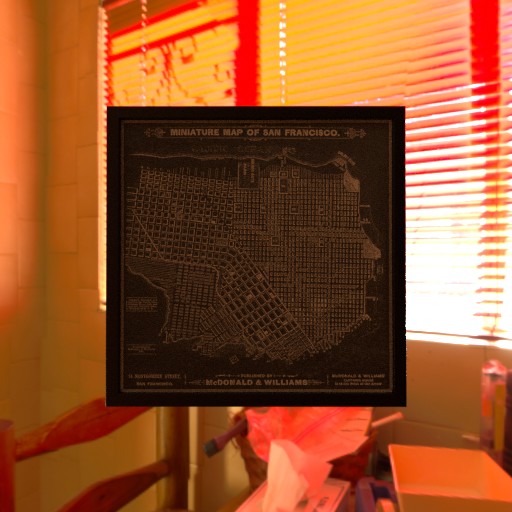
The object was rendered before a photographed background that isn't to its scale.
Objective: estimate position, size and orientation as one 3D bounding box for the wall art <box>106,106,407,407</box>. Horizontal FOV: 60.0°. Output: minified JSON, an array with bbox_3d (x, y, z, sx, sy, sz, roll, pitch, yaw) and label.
[{"bbox_3d":[0.000,0.000,0.680,0.457,0.458,0.012,0,0,0],"label":"wall art"}]
